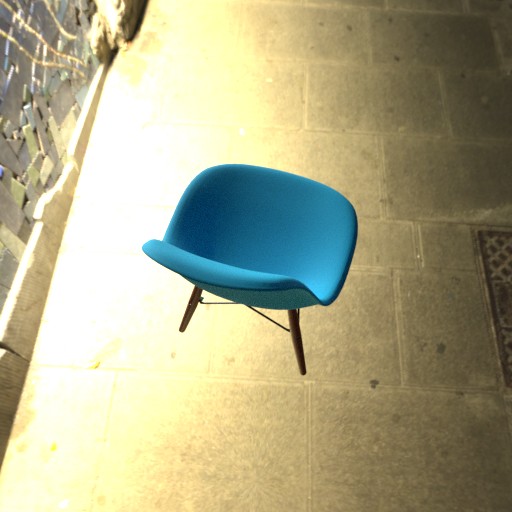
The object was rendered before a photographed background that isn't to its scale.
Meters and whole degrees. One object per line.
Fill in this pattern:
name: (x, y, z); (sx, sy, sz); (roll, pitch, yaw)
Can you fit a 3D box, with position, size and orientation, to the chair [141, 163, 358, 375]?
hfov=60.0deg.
chair: (0.000, 0.000, 1.137); (0.470, 0.826, 0.533); (16, 64, 8)
